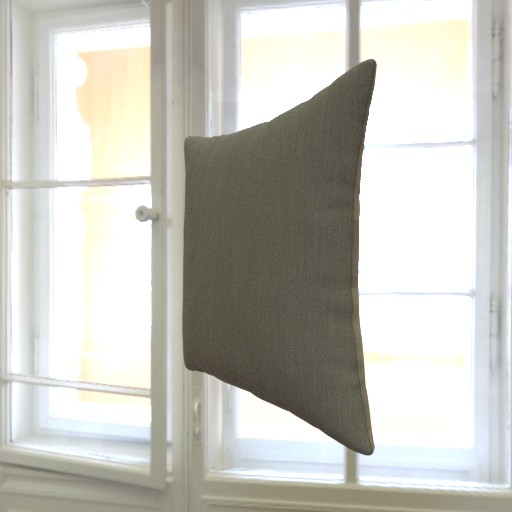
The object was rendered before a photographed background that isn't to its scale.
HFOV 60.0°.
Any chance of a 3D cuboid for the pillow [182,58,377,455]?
[{"bbox_3d":[0.000,0.000,0.769,0.161,0.509,0.511,-1,2,-36],"label":"pillow"}]
